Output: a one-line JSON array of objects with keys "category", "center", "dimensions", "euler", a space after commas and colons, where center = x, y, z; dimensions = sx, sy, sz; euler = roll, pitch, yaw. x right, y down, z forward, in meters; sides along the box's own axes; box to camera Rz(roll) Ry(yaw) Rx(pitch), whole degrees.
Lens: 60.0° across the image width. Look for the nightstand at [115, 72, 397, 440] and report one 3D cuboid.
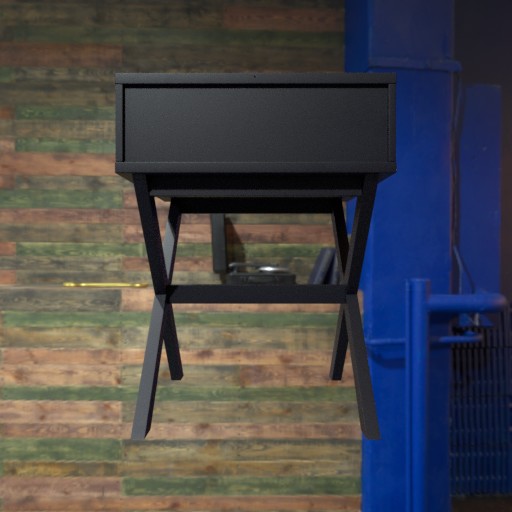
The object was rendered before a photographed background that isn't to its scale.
[{"category": "nightstand", "center": [0.000, 0.000, 0.953], "dimensions": [0.479, 0.623, 0.402], "euler": [0, 0, 0]}]
